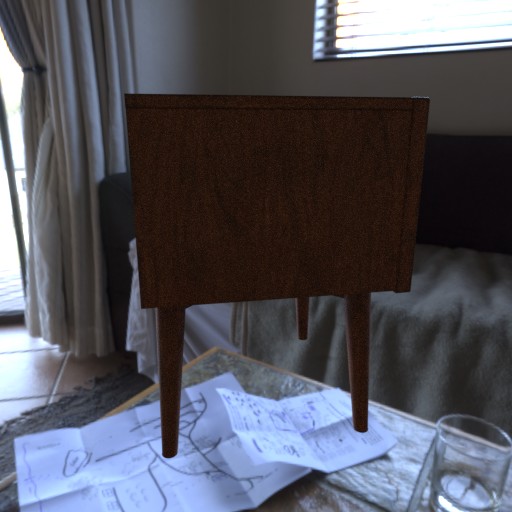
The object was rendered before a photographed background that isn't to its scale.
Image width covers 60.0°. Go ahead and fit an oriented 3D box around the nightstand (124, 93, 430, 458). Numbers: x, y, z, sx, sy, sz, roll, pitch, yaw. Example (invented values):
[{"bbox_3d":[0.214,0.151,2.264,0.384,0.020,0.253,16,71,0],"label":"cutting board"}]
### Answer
[{"bbox_3d":[0.000,0.000,0.940,0.445,0.607,0.521,-3,16,-10],"label":"nightstand"}]
